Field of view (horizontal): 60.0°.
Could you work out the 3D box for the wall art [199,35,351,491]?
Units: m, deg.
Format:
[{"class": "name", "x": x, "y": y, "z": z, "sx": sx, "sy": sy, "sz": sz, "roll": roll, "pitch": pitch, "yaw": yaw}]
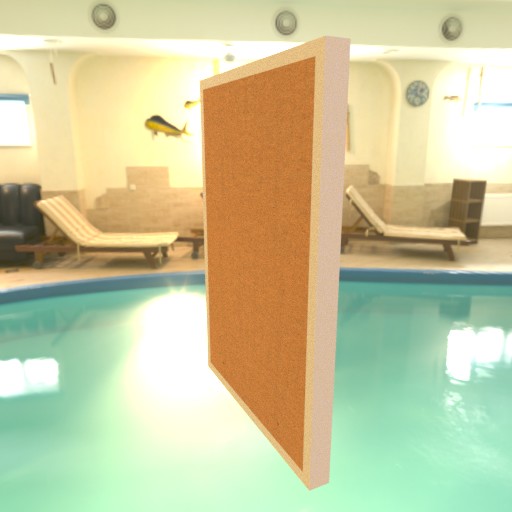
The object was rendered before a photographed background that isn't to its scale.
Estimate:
[{"class": "wall art", "x": 0.000, "y": 0.000, "z": 0.534, "sx": 0.025, "sy": 0.428, "sz": 0.293, "roll": -7, "pitch": 16, "yaw": -26}]
